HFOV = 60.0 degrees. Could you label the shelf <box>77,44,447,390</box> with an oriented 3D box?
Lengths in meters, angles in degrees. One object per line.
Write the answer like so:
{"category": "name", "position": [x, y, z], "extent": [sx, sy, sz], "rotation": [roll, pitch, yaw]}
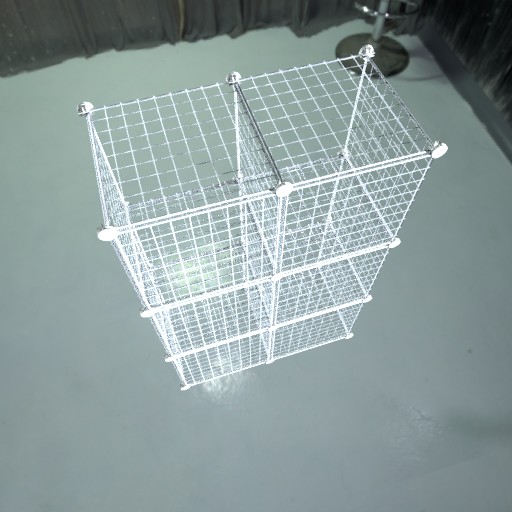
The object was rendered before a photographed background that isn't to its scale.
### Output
{"category": "shelf", "position": [0.000, 0.000, 1.385], "extent": [0.711, 1.067, 0.356], "rotation": [-15, 60, -9]}
